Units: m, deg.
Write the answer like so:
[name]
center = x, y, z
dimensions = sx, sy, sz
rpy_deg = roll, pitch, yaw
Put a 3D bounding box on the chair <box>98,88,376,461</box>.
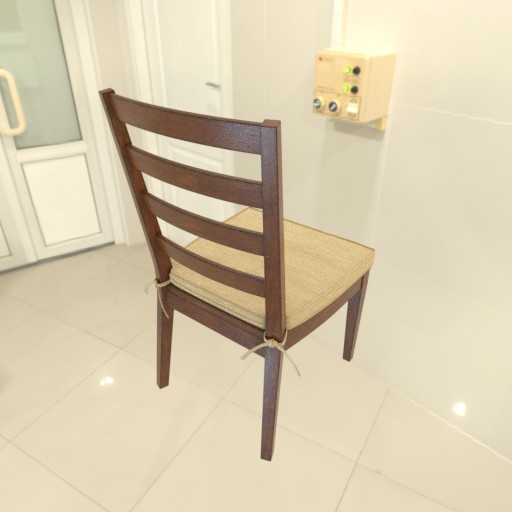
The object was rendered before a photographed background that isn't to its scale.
[chair]
center = 0.000, 0.000, 1.330
dimensions = 0.593, 0.979, 0.595
rpy_deg = 22, 37, 31
